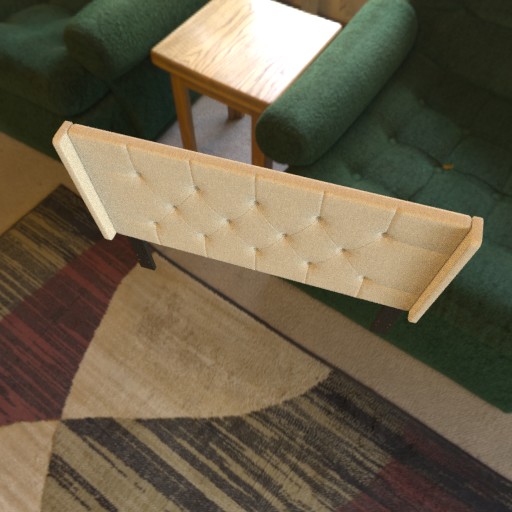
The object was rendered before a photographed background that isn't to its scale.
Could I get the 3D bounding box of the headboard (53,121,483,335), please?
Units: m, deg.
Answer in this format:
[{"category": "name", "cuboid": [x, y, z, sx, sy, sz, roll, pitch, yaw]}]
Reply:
[{"category": "headboard", "cuboid": [0.000, 0.000, 2.720, 2.051, 1.524, 0.184, 15, 61, 8]}]
